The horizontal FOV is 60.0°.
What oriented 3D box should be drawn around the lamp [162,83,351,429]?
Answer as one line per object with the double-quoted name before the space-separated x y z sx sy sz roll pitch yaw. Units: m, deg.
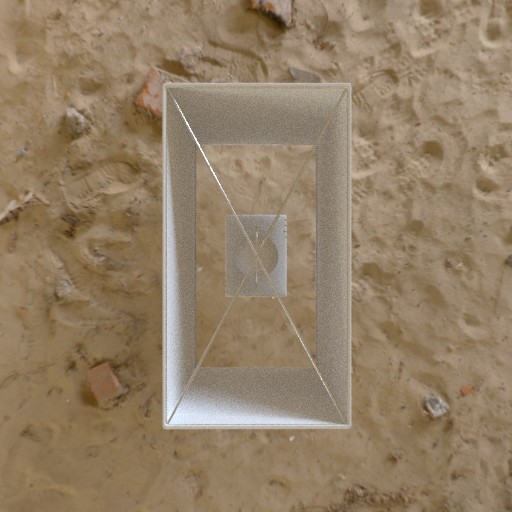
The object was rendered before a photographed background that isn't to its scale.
"lamp" 0.000 0.000 0.696 0.182 0.543 0.334 0 90 0
